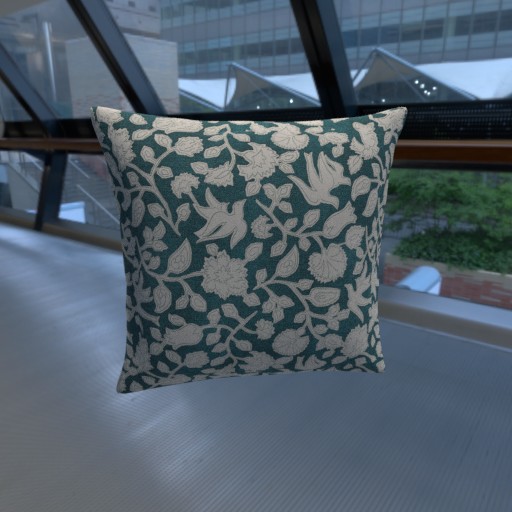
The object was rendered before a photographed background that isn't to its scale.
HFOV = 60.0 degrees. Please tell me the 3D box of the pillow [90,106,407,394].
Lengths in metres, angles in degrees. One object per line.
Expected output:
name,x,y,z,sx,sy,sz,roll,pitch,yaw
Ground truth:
pillow,0.000,0.000,0.793,0.525,0.508,0.166,-2,17,-8
